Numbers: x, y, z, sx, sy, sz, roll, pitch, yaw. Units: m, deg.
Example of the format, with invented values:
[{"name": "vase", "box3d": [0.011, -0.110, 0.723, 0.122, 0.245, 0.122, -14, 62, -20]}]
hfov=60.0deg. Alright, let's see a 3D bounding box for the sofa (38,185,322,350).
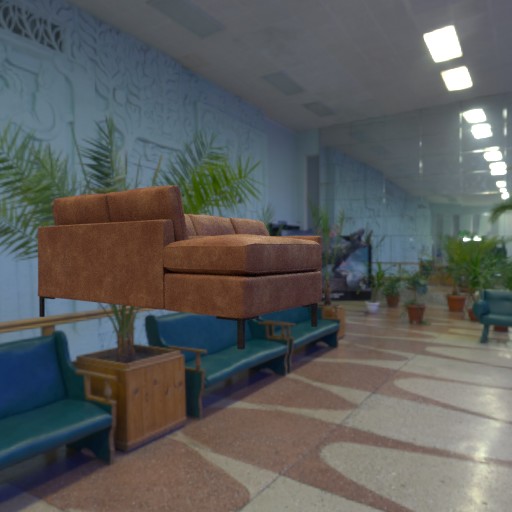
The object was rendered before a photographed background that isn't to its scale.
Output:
[{"name": "sofa", "box3d": [0.000, 0.000, 3.917, 1.938, 0.877, 2.984, 1, 1, 35]}]
